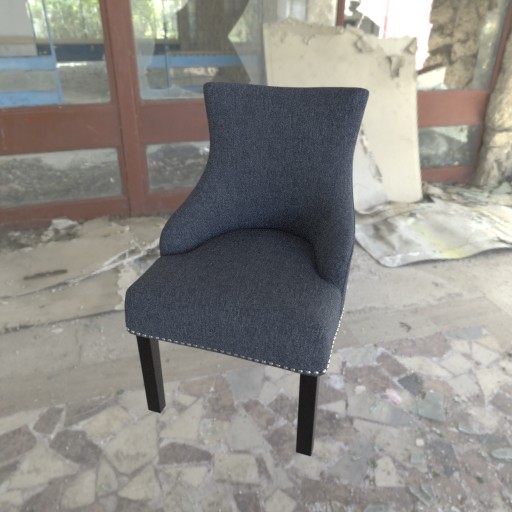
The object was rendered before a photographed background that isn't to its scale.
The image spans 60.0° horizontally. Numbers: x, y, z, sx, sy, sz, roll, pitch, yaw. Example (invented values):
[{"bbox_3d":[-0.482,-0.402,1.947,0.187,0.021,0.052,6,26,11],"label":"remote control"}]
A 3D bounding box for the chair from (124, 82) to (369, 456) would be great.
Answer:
[{"bbox_3d":[0.000,0.000,1.319,0.566,0.909,0.629,9,29,17],"label":"chair"}]
